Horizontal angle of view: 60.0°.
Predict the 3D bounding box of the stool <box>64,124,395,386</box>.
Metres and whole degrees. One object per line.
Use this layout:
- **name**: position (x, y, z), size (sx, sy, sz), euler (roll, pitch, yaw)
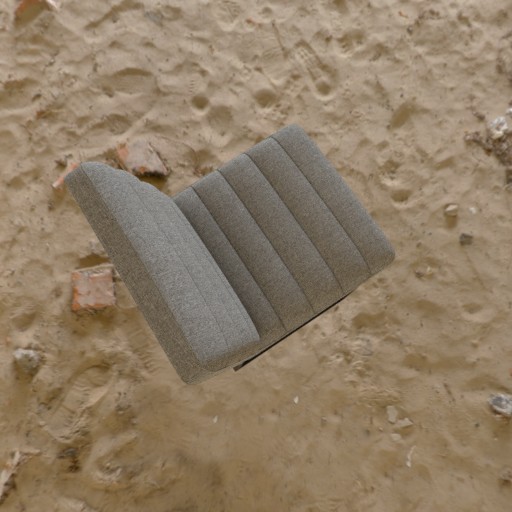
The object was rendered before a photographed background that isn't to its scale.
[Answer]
- **stool**: position (0.000, 0.000, 1.236), size (0.560, 0.940, 0.460), euler (-32, 77, -8)
